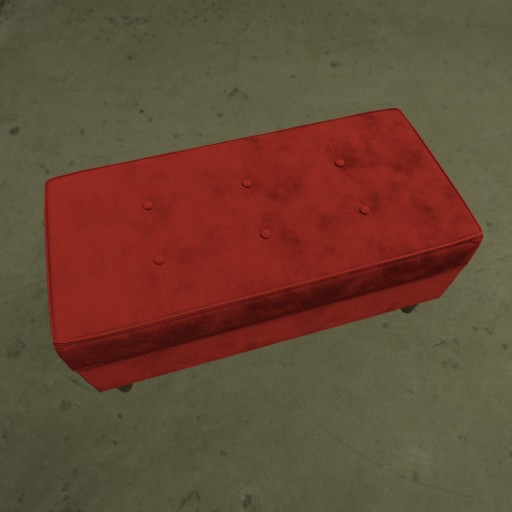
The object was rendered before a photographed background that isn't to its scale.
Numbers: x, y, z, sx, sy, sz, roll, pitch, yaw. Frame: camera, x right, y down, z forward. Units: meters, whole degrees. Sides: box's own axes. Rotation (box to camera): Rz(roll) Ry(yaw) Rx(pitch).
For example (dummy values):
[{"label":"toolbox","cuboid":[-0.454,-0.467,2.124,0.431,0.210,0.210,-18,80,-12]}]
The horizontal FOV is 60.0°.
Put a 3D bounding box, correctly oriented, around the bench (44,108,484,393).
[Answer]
[{"label":"bench","cuboid":[0.000,0.000,1.276,1.016,0.471,0.492,-14,59,-8]}]
